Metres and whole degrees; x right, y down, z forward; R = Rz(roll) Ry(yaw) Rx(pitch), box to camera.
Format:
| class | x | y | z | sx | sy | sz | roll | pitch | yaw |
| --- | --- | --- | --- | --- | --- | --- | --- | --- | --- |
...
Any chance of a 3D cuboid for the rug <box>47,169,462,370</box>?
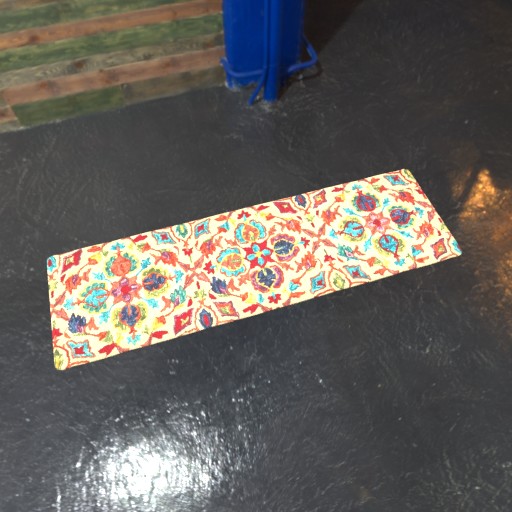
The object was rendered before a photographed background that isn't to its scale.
| class | x | y | z | sx | sy | sz | roll | pitch | yaw |
| --- | --- | --- | --- | --- | --- | --- | --- | --- | --- |
| rug | 0.000 | 0.000 | 2.522 | 2.273 | 0.016 | 0.693 | -15 | 59 | -9 |
